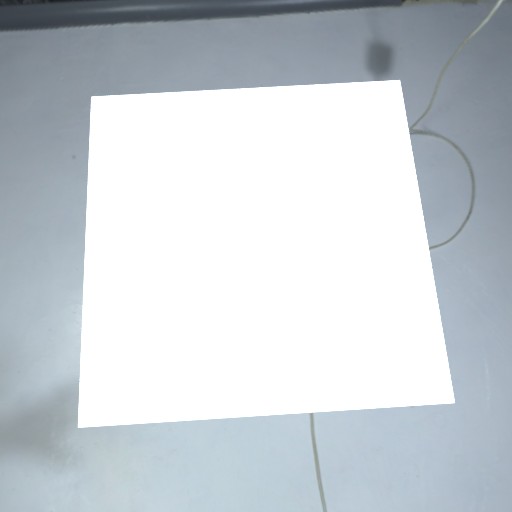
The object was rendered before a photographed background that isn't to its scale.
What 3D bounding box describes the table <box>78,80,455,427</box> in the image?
[{"bbox_3d":[0.000,0.000,1.023,0.670,0.305,0.670,-3,75,-1],"label":"table"}]
